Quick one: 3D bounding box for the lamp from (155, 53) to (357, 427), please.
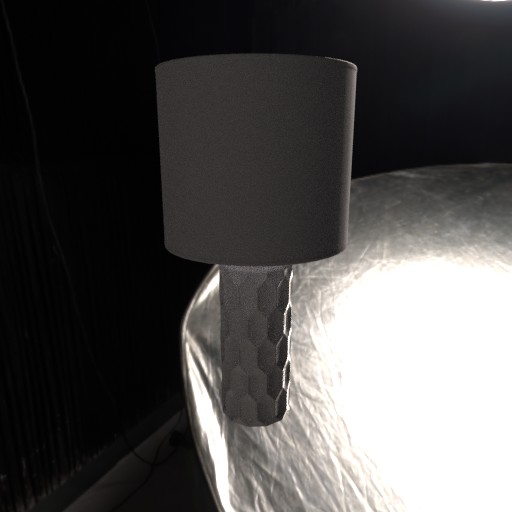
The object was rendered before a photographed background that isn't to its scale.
[{"bbox_3d":[0.000,0.000,0.690,0.277,0.537,0.277,8,17,26],"label":"lamp"}]
